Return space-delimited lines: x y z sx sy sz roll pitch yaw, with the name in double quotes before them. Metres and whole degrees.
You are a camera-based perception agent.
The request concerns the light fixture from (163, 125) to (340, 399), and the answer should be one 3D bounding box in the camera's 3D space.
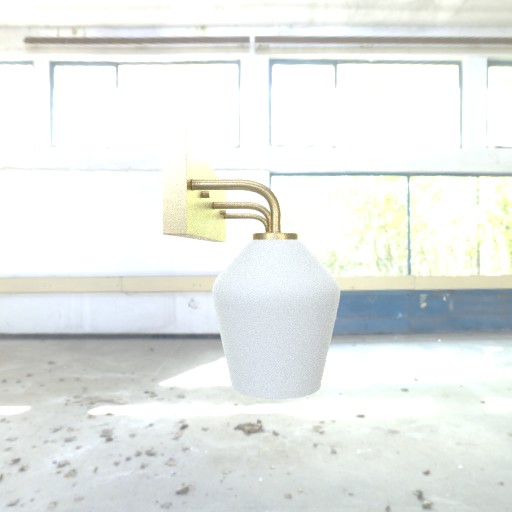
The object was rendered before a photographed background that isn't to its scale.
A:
"light fixture" 0.000 0.000 0.729 0.190 0.280 0.609 0 1 0
